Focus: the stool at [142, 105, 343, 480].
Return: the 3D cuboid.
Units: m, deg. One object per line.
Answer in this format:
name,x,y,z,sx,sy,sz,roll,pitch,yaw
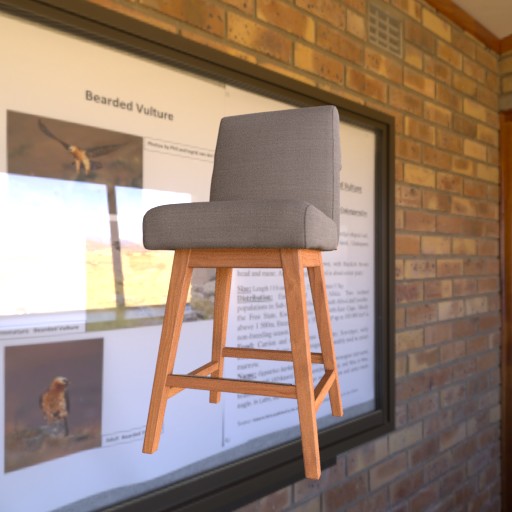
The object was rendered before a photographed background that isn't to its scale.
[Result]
stool,0.000,0.000,1.311,0.459,1.019,0.570,0,-1,18
